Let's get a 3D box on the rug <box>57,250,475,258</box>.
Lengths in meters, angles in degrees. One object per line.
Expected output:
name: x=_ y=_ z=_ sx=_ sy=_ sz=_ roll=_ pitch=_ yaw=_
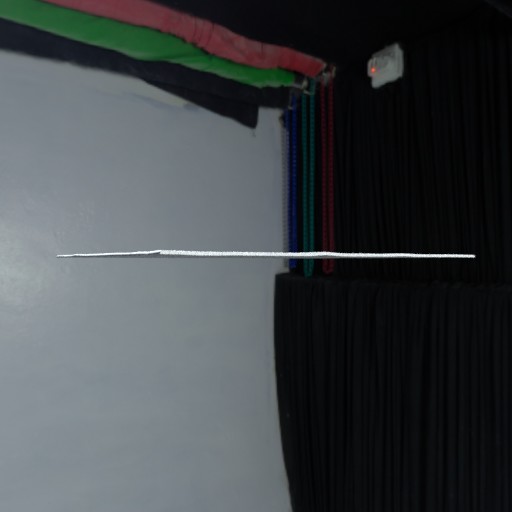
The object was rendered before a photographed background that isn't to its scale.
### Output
rug: x=0.000 y=0.000 z=0.886 sx=0.639 sy=0.006 sz=0.548 roll=0 pitch=-1 yaw=-35
